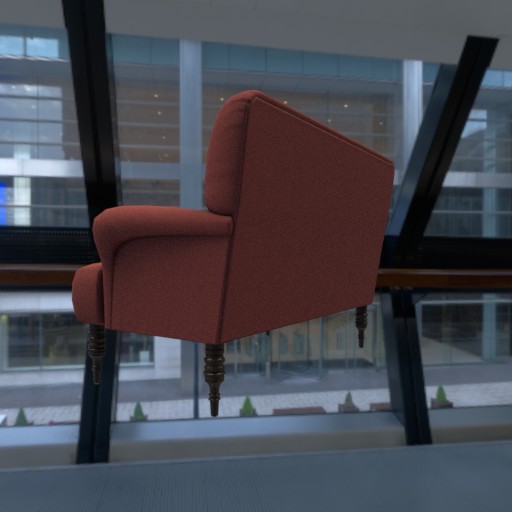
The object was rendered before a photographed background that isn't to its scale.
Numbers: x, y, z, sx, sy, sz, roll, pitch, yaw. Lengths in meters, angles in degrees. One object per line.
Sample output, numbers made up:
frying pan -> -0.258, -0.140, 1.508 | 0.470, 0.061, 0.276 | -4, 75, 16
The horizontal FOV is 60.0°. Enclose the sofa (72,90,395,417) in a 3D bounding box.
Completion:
sofa -> 0.000, 0.000, 1.817 | 0.779, 0.889, 1.297 | 0, 1, 35
